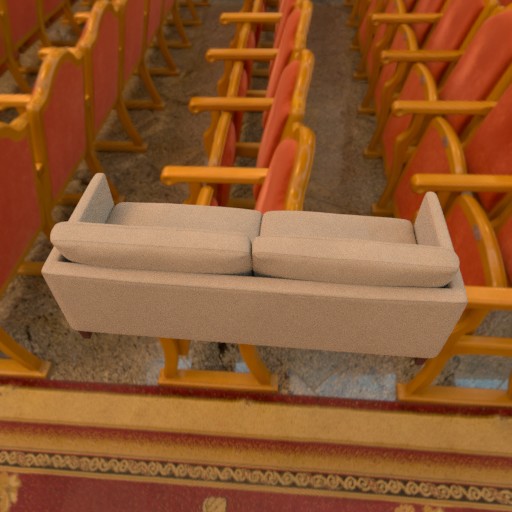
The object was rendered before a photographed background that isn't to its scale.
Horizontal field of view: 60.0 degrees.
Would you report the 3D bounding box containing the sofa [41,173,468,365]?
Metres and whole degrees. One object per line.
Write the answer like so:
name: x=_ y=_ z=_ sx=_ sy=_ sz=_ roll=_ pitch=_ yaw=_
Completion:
sofa: x=0.000 y=0.000 z=2.937 sx=2.404 sy=0.912 sz=0.988 roll=4 pitch=47 yaw=4
